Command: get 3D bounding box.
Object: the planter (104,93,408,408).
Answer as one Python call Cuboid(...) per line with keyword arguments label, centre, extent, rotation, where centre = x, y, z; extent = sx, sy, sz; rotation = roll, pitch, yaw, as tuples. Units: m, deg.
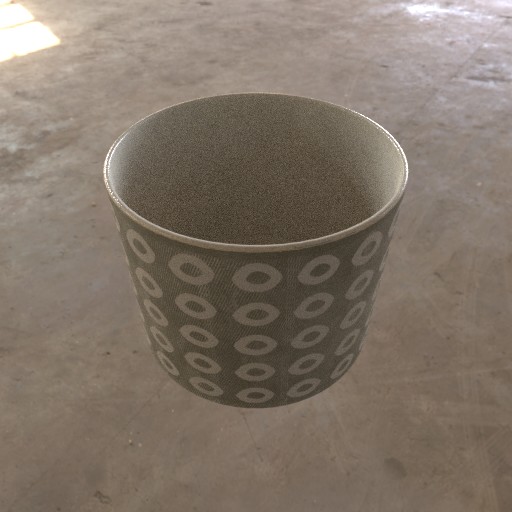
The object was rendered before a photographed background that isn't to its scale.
Cuboid(label="planter", centre=(0.000, 0.000, 0.454), extent=(0.250, 0.239, 0.250), rotation=(0, 42, 0))
